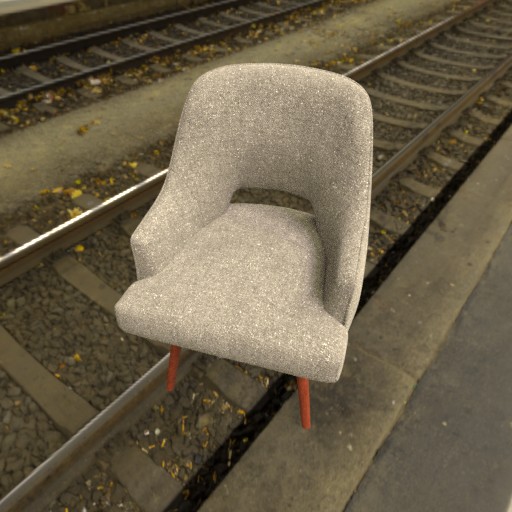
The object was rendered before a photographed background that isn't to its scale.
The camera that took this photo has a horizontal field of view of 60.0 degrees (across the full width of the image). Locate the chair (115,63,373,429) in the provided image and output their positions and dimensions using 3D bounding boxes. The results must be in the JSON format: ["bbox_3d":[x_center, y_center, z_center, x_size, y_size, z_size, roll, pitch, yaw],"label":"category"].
[{"bbox_3d":[0.000,0.000,1.267,0.608,0.875,0.629,11,42,13],"label":"chair"}]
